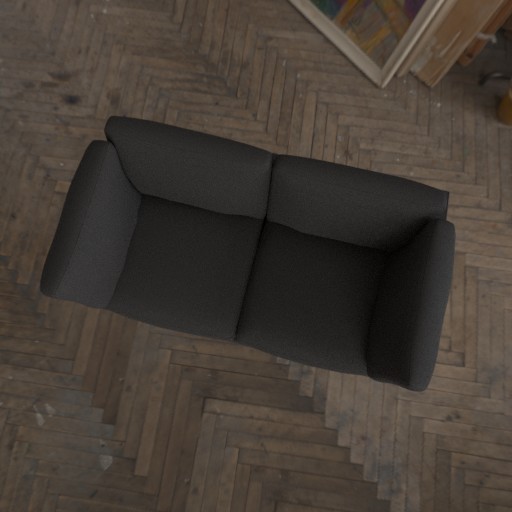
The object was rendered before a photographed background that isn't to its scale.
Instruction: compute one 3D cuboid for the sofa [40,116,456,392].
[{"bbox_3d":[0.000,0.000,2.299,1.751,0.920,0.969,14,75,4],"label":"sofa"}]
